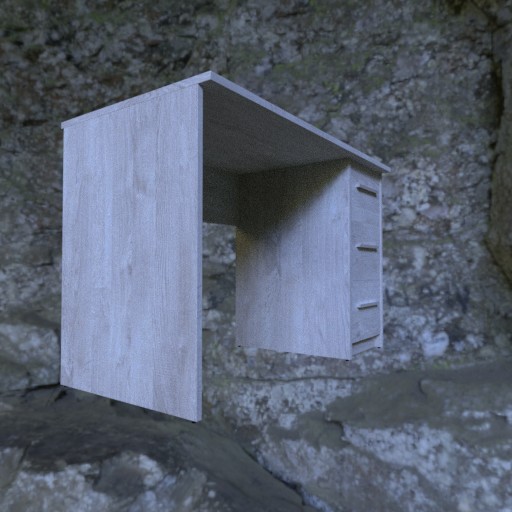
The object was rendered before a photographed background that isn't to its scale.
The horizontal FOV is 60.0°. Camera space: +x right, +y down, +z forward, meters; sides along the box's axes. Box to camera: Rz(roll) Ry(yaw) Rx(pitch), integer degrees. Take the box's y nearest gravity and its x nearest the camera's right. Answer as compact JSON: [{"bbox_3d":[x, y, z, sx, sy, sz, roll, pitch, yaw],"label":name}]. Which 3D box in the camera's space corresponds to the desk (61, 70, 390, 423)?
[{"bbox_3d":[0.000,0.000,1.517,0.560,0.735,1.097,-1,-2,36],"label":"desk"}]
